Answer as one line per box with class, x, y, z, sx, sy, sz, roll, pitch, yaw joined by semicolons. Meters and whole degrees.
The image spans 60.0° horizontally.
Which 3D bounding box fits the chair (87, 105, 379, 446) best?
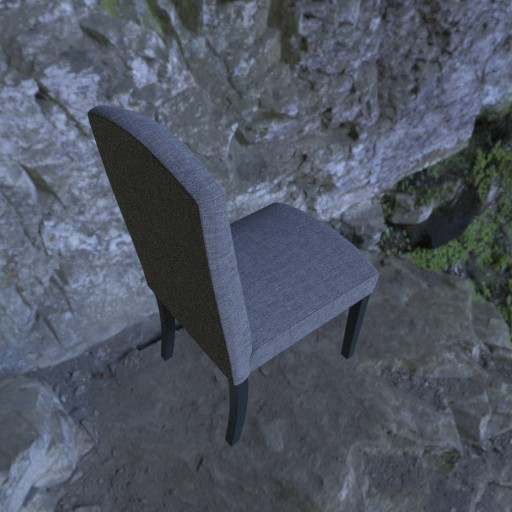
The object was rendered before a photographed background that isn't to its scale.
chair;0.000;0.000;1.224;0.580;0.917;0.451;-28;49;-28
